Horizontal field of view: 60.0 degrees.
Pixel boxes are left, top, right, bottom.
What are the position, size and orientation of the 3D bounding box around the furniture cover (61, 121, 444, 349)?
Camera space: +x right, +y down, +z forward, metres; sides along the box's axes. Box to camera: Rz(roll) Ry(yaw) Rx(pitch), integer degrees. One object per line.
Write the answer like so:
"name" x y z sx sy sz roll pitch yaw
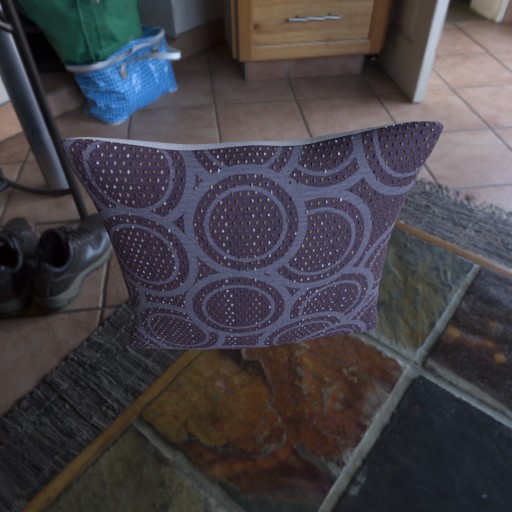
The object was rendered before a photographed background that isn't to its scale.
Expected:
"furniture cover" 0.000 0.000 0.810 0.552 0.509 0.193 -4 45 -4
